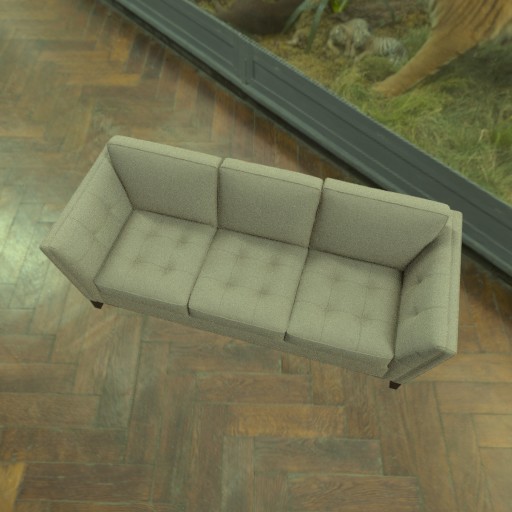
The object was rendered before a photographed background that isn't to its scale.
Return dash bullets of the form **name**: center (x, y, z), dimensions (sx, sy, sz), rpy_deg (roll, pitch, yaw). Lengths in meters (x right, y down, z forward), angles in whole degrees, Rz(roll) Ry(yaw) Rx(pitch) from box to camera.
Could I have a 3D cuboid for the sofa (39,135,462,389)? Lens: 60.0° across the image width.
- **sofa**: center (0.000, 0.000, 2.915), dimensions (2.388, 0.940, 0.965), rpy_deg (13, 59, 8)
